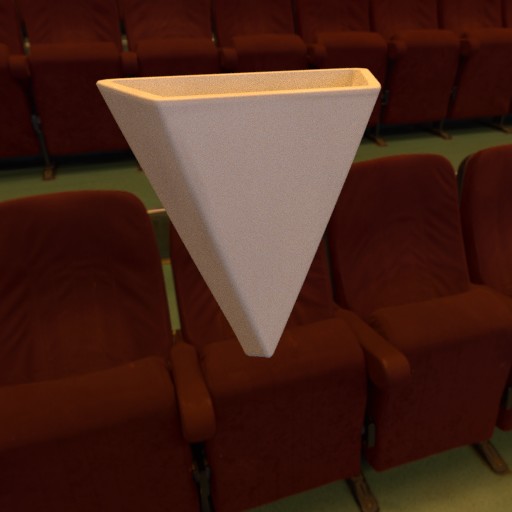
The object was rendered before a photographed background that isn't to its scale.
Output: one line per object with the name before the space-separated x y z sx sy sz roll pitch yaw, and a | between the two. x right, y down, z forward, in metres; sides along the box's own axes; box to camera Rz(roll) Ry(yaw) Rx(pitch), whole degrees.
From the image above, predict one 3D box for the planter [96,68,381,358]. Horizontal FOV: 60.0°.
planter | 0.000 0.000 0.266 0.150 0.197 0.060 -9 31 -15
